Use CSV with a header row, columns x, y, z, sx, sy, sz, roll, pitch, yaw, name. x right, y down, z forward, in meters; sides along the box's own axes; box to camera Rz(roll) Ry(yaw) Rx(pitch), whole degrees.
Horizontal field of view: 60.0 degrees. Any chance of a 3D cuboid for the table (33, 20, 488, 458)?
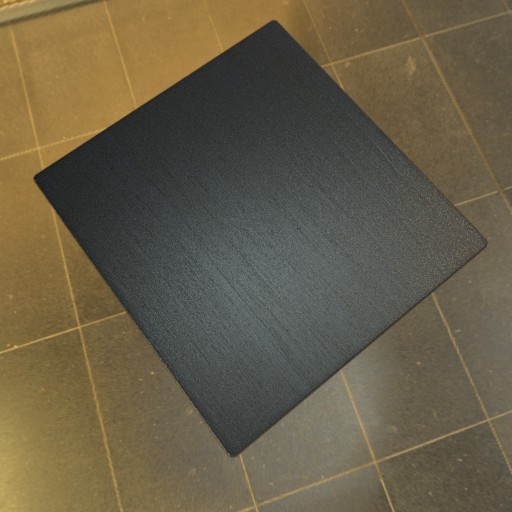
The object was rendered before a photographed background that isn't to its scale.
x,y,z,sx,sy,sz,roll,pitch,yaw,name
0.000,0.000,0.966,0.500,0.567,0.533,-37,78,-9,table
